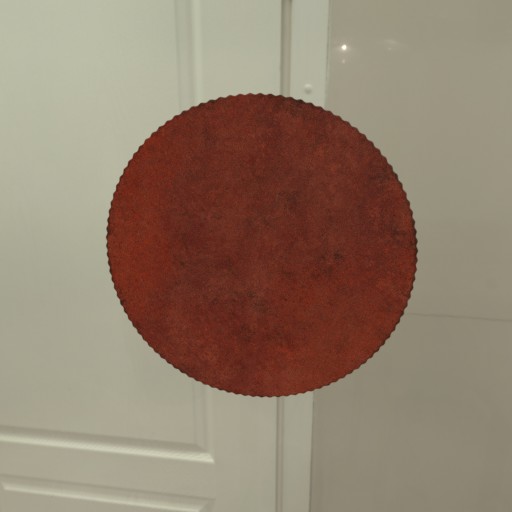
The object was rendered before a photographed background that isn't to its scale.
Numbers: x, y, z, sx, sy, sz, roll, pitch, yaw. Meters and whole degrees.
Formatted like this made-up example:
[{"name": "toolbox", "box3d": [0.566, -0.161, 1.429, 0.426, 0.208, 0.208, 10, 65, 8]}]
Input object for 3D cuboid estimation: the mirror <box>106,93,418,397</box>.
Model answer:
[{"name": "mirror", "box3d": [0.000, 0.000, 0.885, 0.609, 0.609, 0.056, 2, 16, 8]}]
